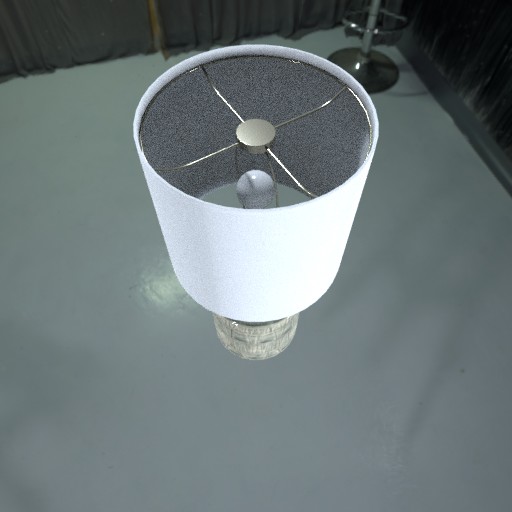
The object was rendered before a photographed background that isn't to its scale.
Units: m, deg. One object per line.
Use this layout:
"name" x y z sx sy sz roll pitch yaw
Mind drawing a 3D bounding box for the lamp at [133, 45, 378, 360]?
"lamp" 0.000 0.000 0.577 0.211 0.455 0.211 -15 59 -10
